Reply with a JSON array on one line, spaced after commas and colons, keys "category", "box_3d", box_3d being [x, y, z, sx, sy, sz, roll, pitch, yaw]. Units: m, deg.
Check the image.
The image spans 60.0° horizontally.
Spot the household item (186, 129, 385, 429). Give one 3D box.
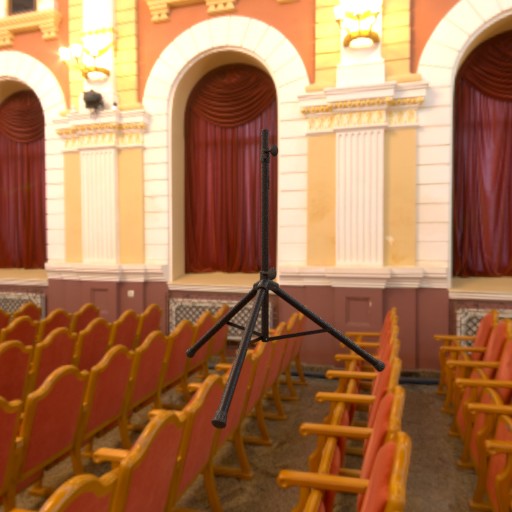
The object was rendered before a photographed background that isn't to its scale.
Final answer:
[{"category": "household item", "box_3d": [0.000, 0.000, 1.878, 1.045, 1.136, 0.907, 0, 1, 17]}]
